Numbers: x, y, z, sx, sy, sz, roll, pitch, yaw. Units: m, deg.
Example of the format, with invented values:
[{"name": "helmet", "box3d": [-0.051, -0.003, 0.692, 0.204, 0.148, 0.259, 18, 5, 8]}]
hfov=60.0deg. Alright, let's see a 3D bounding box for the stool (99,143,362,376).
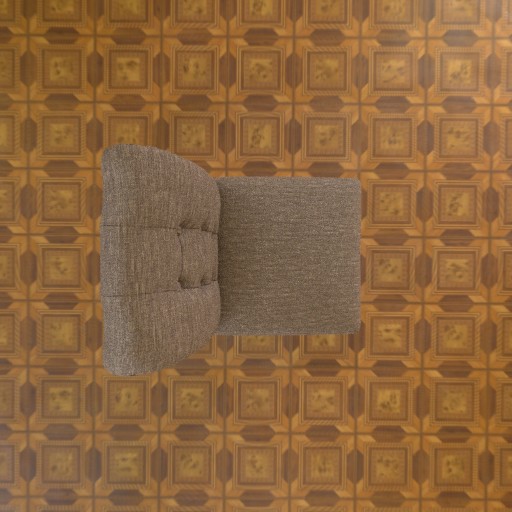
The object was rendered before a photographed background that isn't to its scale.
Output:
[{"name": "stool", "box3d": [0.000, 0.000, 1.311, 0.611, 0.970, 0.457, 0, 91, 0]}]
